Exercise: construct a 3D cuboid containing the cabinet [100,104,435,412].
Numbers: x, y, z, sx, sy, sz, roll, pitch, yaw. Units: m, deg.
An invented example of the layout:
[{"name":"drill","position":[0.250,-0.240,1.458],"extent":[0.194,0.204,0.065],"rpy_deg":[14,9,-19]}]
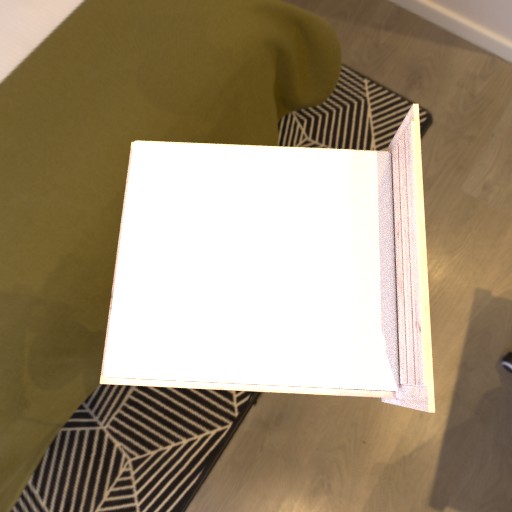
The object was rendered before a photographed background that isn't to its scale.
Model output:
[{"name":"cabinet","position":[0.000,0.000,3.174],"extent":[2.080,0.970,1.950],"rpy_deg":[3,75,1]}]
